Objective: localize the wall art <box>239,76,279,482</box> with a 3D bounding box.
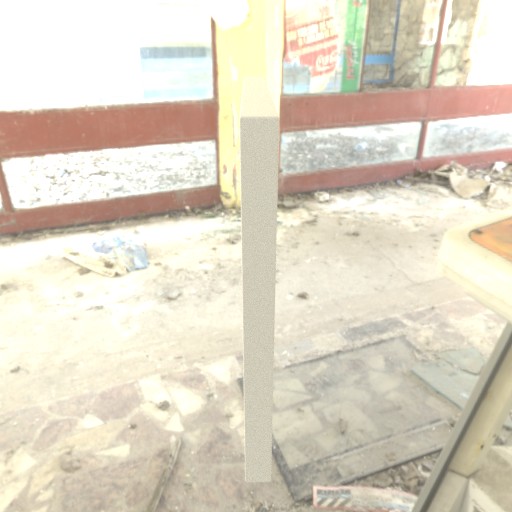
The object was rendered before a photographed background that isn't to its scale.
[{"bbox_3d":[0.000,0.000,0.540,0.028,0.381,0.331,0,27,-1],"label":"wall art"}]
